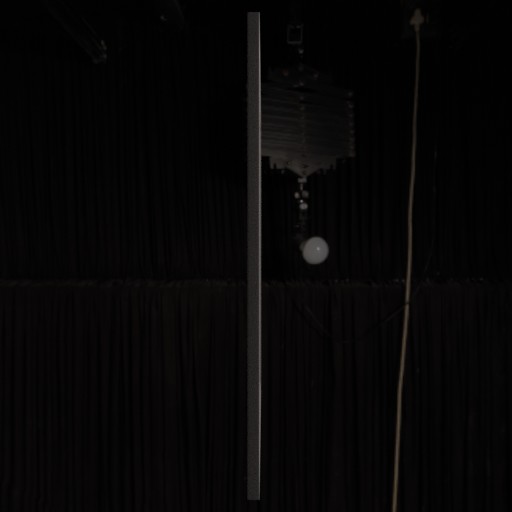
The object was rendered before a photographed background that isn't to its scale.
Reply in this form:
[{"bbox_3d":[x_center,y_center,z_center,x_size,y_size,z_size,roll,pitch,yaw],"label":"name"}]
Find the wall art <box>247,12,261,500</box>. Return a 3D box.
[{"bbox_3d":[0.000,0.000,0.674,0.013,0.534,0.380,0,0,1],"label":"wall art"}]
